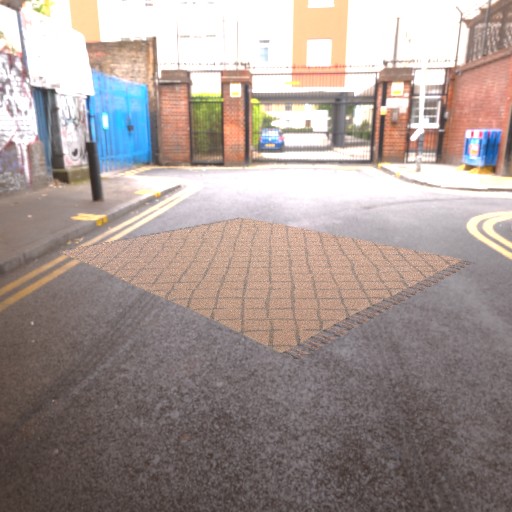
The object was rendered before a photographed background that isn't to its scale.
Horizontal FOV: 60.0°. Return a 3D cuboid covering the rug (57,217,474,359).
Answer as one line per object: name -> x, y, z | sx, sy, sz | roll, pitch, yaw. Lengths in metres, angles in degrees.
rug -> 0.000, 0.000, 4.835 | 3.585, 0.036, 2.892 | 15, 22, 43
